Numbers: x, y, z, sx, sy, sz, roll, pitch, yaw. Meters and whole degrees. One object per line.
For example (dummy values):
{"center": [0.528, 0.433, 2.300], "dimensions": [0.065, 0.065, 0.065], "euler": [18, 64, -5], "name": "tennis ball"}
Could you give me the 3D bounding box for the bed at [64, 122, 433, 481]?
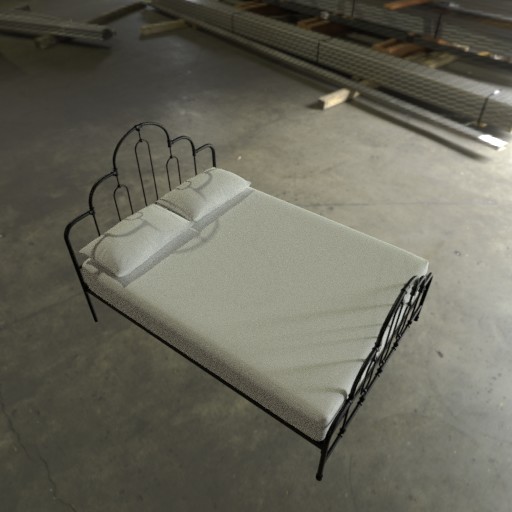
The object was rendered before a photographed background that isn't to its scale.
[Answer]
{"center": [0.000, 0.000, 3.230], "dimensions": [2.181, 1.444, 1.626], "euler": [26, 48, 27], "name": "bed"}
